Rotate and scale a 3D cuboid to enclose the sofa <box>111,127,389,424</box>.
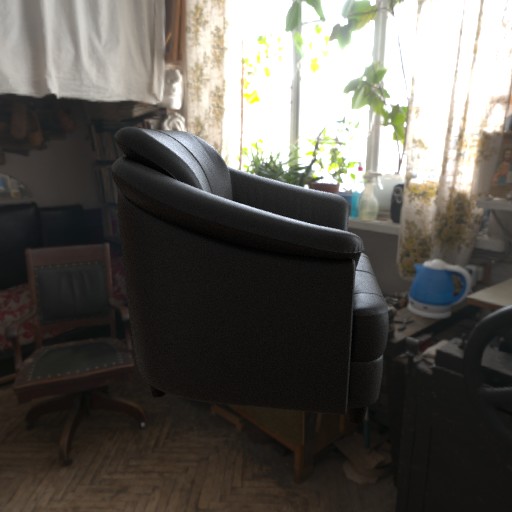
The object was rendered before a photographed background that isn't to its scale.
[{"bbox_3d":[0.000,0.000,1.465,0.794,0.811,0.870,2,14,8],"label":"sofa"}]
